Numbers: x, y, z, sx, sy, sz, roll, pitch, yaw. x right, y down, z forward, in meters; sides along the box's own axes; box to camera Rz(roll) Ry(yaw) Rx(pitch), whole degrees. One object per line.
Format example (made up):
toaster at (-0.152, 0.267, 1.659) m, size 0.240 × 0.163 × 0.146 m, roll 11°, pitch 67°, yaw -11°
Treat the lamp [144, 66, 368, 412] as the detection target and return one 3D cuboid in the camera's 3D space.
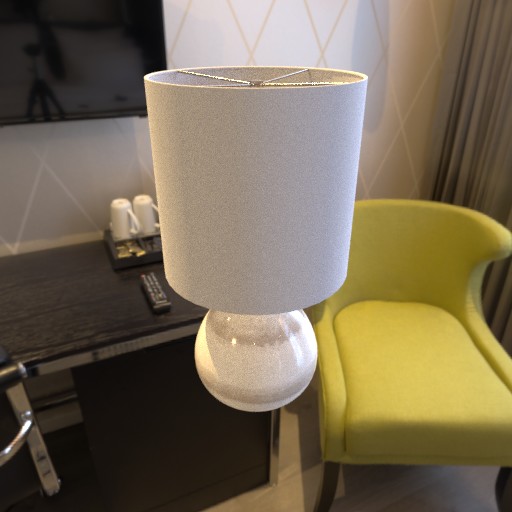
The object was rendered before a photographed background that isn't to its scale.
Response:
lamp at (0.000, 0.000, 0.531) m, size 0.217 × 0.404 × 0.217 m, roll 18°, pitch 32°, yaw 31°
